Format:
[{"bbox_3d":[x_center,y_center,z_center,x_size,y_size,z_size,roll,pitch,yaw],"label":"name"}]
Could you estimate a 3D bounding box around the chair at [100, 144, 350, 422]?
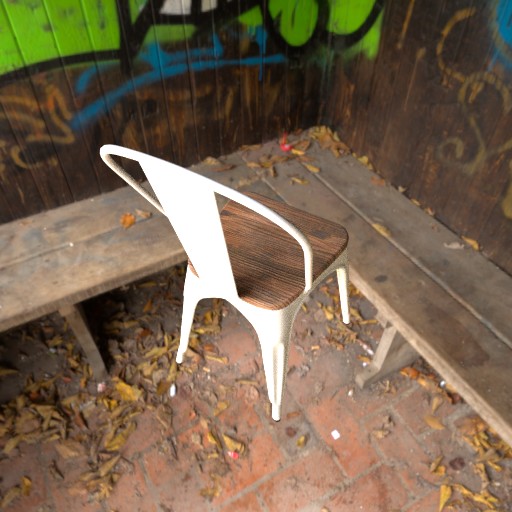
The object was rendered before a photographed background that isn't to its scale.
[{"bbox_3d":[0.000,0.000,1.155,0.452,0.851,0.521,24,50,22],"label":"chair"}]
